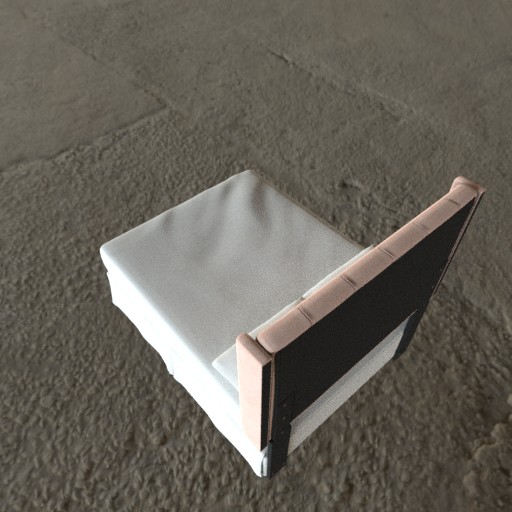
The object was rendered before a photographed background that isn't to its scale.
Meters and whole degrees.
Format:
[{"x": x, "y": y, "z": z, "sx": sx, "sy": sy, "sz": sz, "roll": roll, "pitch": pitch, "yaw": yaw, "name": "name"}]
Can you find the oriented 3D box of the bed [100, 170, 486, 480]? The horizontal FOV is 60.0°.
[{"x": 0.000, "y": 0.000, "z": 3.250, "sx": 1.719, "sy": 1.665, "sz": 2.066, "roll": -32, "pitch": 55, "yaw": -26, "name": "bed"}]
